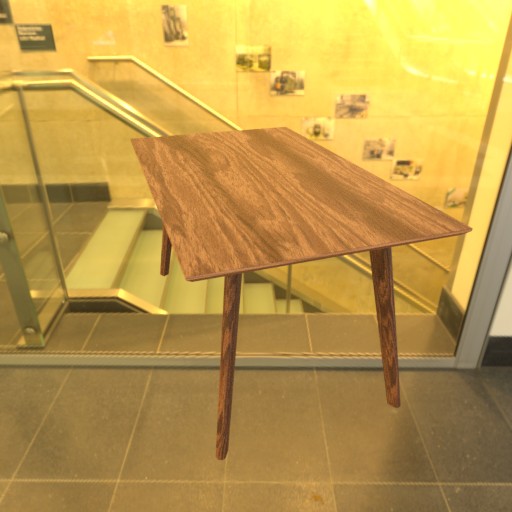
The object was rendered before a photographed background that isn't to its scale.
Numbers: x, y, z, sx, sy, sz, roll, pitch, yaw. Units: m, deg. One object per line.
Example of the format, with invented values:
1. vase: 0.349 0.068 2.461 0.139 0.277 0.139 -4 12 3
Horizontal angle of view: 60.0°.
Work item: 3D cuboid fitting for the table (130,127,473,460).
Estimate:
1. table: 0.000 0.000 1.842 0.801 0.724 1.349 -9 30 -17
